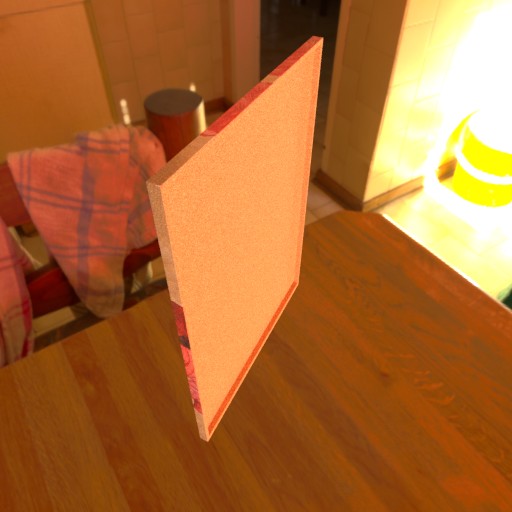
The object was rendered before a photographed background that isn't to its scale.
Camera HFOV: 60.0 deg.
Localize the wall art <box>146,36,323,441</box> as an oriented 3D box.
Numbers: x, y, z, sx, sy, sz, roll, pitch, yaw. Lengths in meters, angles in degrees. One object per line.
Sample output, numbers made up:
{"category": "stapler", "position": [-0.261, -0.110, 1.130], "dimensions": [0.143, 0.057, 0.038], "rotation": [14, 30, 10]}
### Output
{"category": "wall art", "position": [0.000, 0.000, 1.329], "dimensions": [0.031, 1.015, 0.762], "rotation": [19, 48, 18]}
